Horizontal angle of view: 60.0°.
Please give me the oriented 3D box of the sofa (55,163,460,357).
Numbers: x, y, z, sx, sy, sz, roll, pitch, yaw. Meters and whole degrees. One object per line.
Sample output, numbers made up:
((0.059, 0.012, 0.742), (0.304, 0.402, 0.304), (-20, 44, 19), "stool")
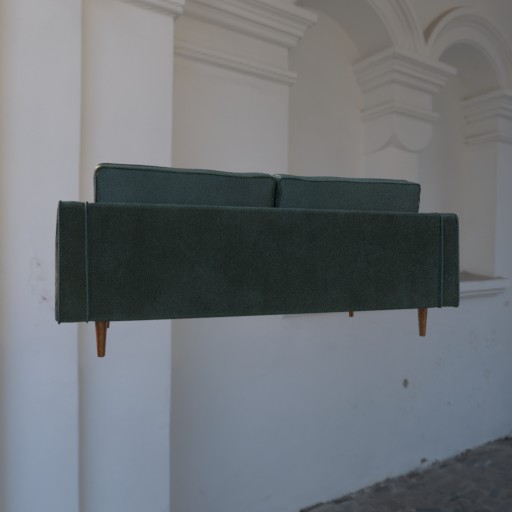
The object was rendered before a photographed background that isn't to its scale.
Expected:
((0.000, 0.000, 2.283), (1.816, 0.781, 0.886), (0, 0, -17), "sofa")
